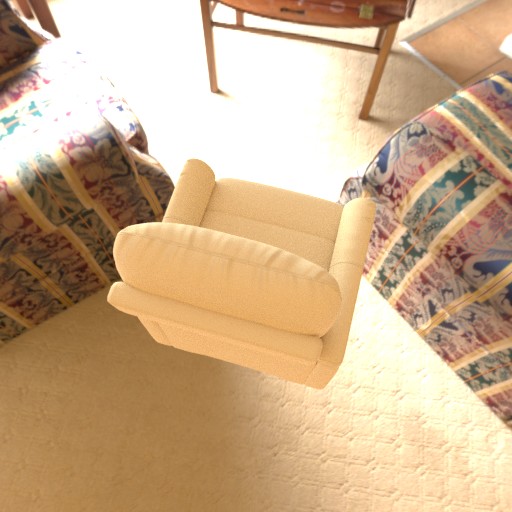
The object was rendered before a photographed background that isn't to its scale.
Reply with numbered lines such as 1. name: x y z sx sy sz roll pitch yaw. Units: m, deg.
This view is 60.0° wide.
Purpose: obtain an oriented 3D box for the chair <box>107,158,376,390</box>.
1. chair: 0.000 0.000 1.600 0.775 1.082 0.831 15 64 7
